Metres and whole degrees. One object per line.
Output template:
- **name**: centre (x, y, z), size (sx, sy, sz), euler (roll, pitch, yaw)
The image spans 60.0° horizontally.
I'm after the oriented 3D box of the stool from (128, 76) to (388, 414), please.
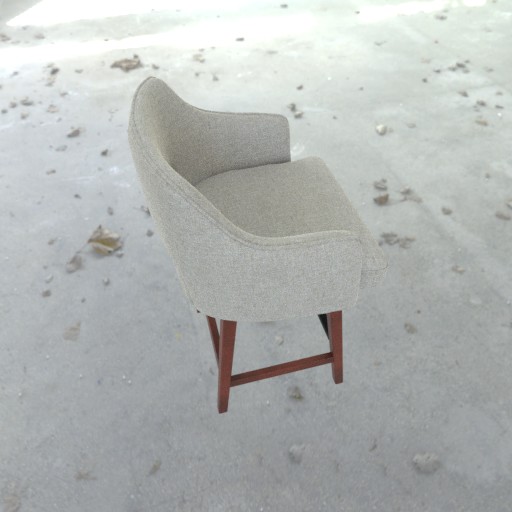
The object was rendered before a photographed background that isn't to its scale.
- **stool**: centre (0.000, 0.000, 1.293), size (0.558, 0.944, 0.599), euler (-11, 47, -10)
